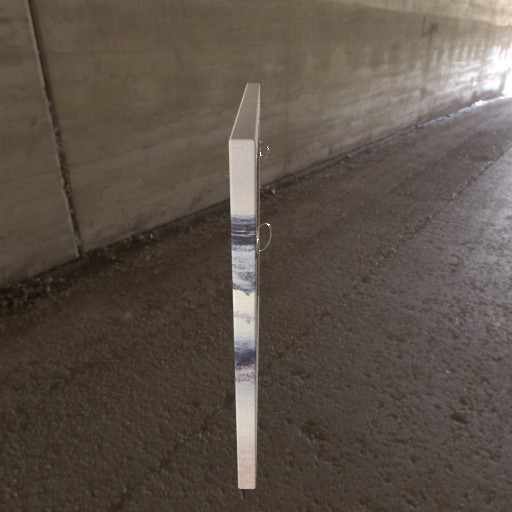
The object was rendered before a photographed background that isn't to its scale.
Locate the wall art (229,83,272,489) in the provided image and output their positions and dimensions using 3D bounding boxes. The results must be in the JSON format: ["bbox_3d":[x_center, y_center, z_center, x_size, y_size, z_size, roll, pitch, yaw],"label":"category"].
[{"bbox_3d":[0.000,0.000,1.123,0.065,0.747,0.755,0,27,1],"label":"wall art"}]
